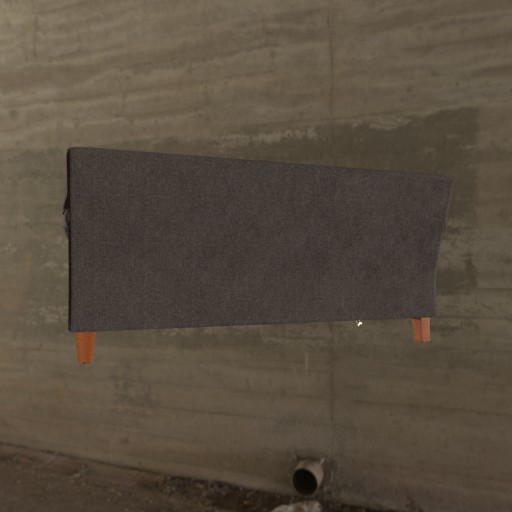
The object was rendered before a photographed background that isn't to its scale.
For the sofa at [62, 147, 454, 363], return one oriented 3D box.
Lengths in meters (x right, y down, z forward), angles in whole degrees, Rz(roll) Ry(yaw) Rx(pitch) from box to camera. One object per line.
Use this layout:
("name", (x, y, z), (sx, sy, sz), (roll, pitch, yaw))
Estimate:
("sofa", (0.000, 0.000, 2.754), (2.160, 1.054, 1.087), (0, -1, -18))
